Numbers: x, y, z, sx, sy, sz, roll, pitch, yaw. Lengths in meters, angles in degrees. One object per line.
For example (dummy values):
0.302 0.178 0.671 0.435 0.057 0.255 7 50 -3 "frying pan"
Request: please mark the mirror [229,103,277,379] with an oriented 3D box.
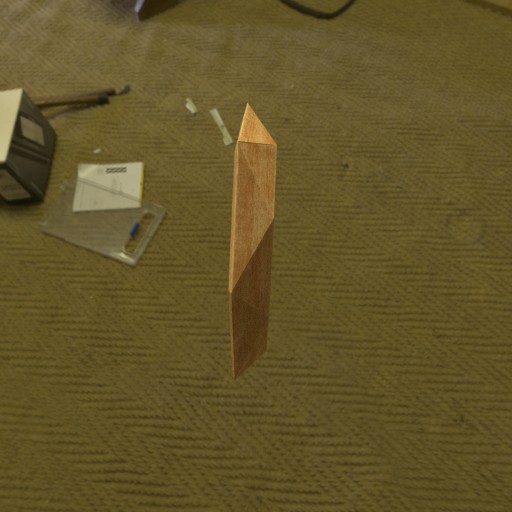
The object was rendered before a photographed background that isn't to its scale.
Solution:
0.000 0.000 1.041 0.070 0.774 0.577 3 62 1 "mirror"
